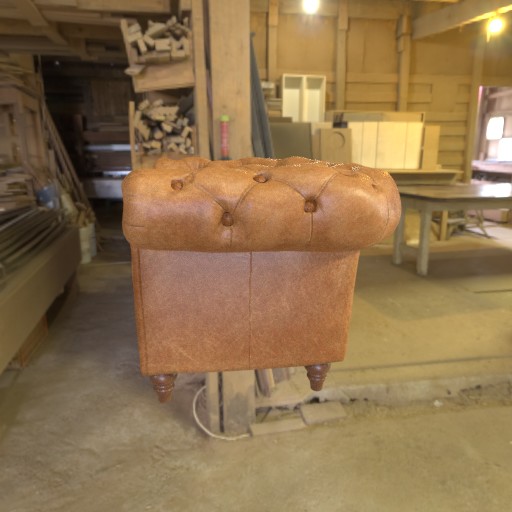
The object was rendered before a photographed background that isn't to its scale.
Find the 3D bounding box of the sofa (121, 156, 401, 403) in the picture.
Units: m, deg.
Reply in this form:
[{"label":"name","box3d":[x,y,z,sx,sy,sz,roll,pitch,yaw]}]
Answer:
[{"label":"sofa","box3d":[0.000,0.000,2.039,1.033,0.878,1.405,-2,14,-8]}]
